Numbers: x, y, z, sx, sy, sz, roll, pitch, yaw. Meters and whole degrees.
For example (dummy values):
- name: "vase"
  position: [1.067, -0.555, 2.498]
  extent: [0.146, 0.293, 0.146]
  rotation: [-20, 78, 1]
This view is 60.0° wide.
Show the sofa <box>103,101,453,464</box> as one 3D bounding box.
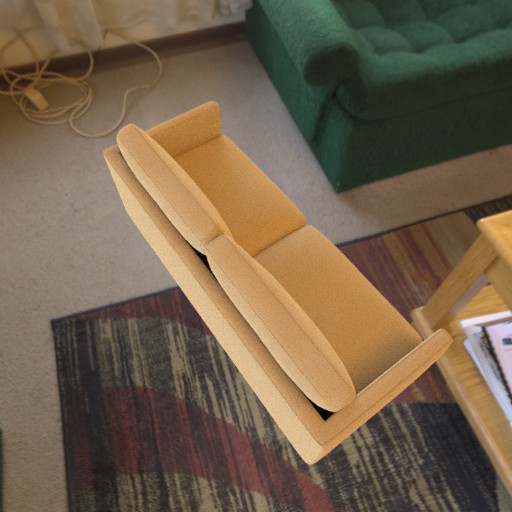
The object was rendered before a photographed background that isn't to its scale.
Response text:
- name: "sofa"
  position: [0.000, 0.000, 2.912]
  extent: [0.951, 0.968, 2.361]
  rotation: [-32, 63, -18]
